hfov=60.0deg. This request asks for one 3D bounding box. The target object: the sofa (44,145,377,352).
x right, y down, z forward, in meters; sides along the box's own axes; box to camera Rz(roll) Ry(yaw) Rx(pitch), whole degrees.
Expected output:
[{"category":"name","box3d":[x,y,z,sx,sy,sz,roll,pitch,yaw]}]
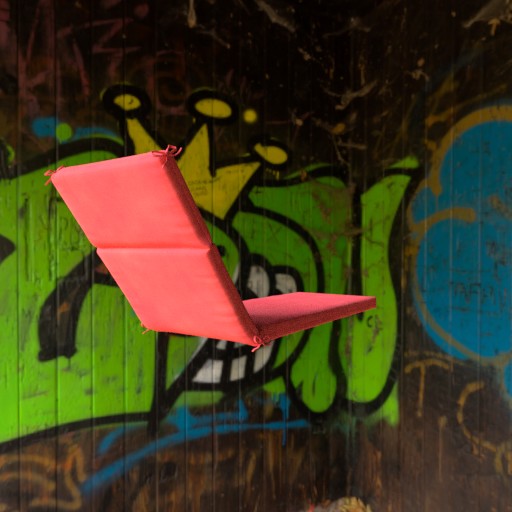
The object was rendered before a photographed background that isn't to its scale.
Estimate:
[{"category":"sofa","box3d":[0.000,0.000,1.959,0.582,0.622,1.663,1,1,35]}]
